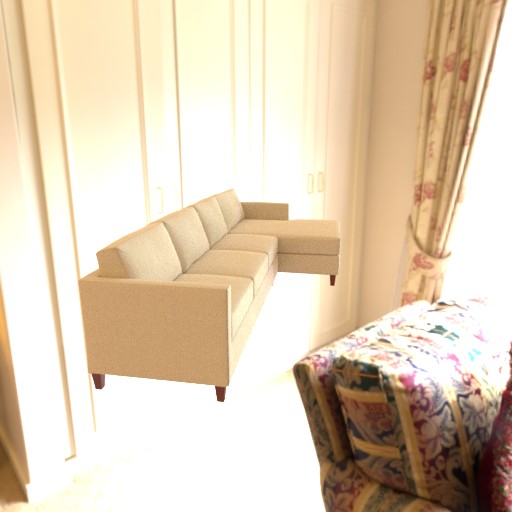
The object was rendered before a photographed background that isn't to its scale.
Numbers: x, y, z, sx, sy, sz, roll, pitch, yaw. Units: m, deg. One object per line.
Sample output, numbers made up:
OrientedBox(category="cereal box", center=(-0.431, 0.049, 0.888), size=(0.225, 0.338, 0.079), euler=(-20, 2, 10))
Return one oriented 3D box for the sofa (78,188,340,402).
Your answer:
OrientedBox(category="sofa", center=(0.000, 0.000, 4.201), size=(1.599, 0.954, 3.471), euler=(3, 15, 10))
